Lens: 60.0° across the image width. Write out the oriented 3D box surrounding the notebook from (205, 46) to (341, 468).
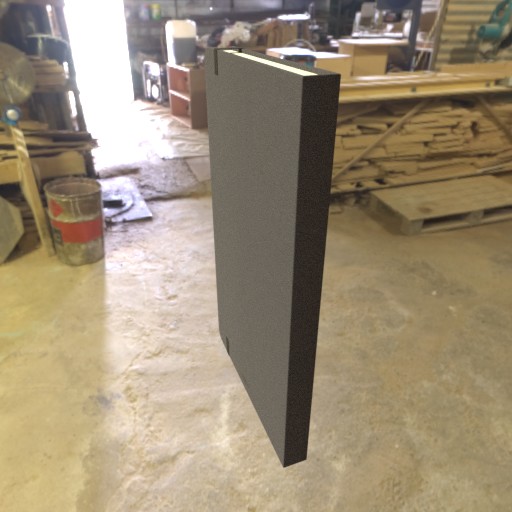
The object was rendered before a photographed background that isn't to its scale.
[{"bbox_3d":[0.000,0.000,0.257,0.016,0.213,0.127,-11,32,-18],"label":"notebook"}]
